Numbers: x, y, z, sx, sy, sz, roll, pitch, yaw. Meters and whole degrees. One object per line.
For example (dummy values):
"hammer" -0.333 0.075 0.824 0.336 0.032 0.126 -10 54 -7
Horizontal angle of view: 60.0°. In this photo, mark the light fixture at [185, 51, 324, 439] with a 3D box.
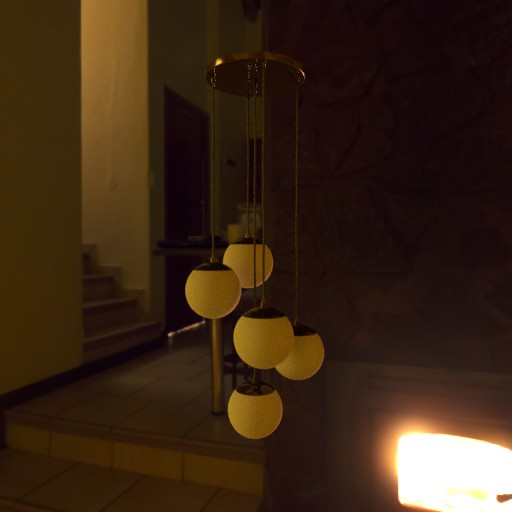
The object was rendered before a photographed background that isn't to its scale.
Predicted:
"light fixture" 0.000 0.000 1.548 0.484 1.271 0.489 0 1 -1
